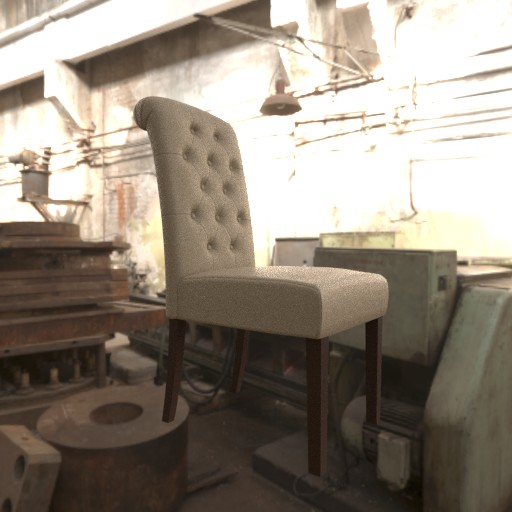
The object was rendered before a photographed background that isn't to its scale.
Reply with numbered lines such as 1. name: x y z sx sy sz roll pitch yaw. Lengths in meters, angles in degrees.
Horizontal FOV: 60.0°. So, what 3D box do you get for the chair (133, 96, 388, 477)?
1. chair: 0.000 0.000 1.359 0.671 1.006 0.456 1 1 35
